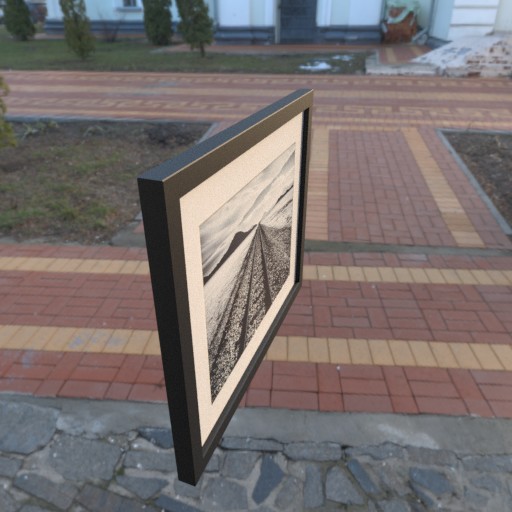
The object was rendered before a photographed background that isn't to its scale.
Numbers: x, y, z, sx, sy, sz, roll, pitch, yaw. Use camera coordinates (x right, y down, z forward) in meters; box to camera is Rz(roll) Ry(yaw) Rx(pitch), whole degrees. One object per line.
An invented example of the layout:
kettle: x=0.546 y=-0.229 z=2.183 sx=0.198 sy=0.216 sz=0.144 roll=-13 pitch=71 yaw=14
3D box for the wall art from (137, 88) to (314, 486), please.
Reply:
wall art: x=0.000 y=0.000 z=0.752 sx=0.029 sy=0.458 sz=0.559 roll=11 pitch=31 yaw=18
